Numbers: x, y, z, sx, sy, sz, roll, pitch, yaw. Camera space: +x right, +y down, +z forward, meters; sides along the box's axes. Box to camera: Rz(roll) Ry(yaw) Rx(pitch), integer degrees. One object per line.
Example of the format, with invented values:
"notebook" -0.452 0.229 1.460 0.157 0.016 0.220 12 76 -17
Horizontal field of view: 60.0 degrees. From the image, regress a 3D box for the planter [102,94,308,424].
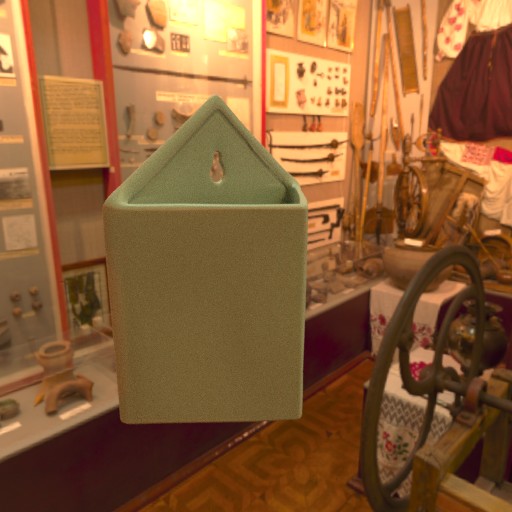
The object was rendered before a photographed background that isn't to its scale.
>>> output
"planter" 0.000 0.000 0.281 0.164 0.197 0.079 -14 20 -43
